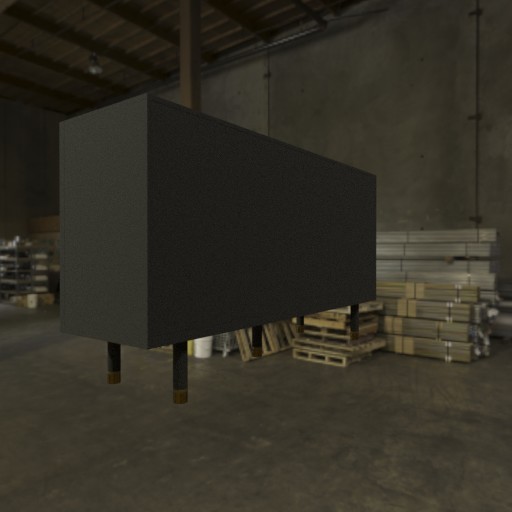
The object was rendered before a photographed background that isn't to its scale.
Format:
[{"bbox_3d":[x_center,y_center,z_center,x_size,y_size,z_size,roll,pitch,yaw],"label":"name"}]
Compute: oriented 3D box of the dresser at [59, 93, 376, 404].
[{"bbox_3d":[0.000,0.000,1.933,0.463,0.872,1.558,0,0,37],"label":"dresser"}]
